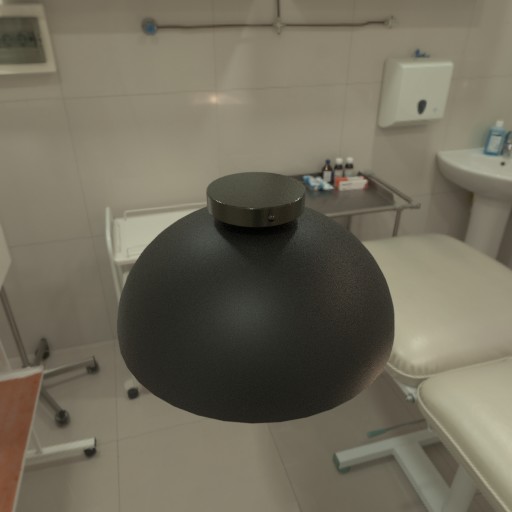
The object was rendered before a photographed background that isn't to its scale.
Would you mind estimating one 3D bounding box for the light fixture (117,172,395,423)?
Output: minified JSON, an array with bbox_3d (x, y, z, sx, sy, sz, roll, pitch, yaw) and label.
[{"bbox_3d":[0.000,0.000,0.546,0.355,0.177,0.355,0,30,0],"label":"light fixture"}]
